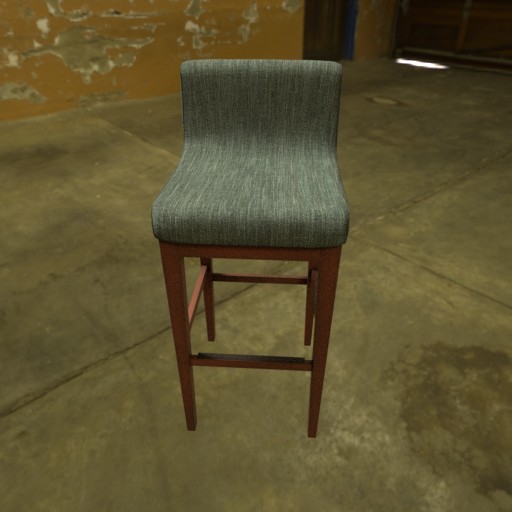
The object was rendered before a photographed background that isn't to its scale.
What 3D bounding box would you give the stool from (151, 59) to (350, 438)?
[{"bbox_3d":[0.000,0.000,1.244,0.426,0.965,0.499,2,31,3],"label":"stool"}]
